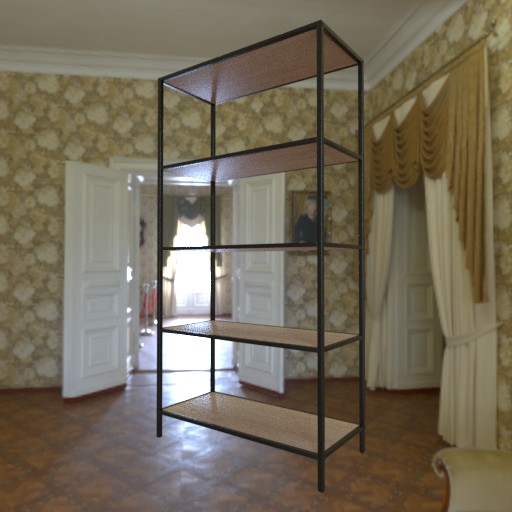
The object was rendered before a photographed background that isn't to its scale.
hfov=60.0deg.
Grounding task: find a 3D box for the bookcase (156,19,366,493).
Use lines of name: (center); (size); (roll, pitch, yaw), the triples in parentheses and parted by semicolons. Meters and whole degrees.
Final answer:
bookcase: (0.000, 0.000, 1.770); (0.770, 1.500, 0.350); (-1, -1, 36)
